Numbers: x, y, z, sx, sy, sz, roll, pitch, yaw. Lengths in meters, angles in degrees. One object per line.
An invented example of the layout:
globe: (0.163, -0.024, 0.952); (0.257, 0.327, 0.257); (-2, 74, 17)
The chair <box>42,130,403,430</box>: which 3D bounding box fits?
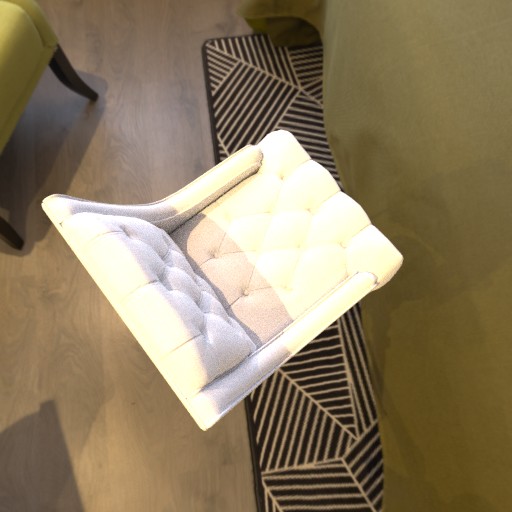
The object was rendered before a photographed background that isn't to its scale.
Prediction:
chair: (0.000, 0.000, 1.425); (0.772, 0.891, 0.658); (-38, 78, -10)
